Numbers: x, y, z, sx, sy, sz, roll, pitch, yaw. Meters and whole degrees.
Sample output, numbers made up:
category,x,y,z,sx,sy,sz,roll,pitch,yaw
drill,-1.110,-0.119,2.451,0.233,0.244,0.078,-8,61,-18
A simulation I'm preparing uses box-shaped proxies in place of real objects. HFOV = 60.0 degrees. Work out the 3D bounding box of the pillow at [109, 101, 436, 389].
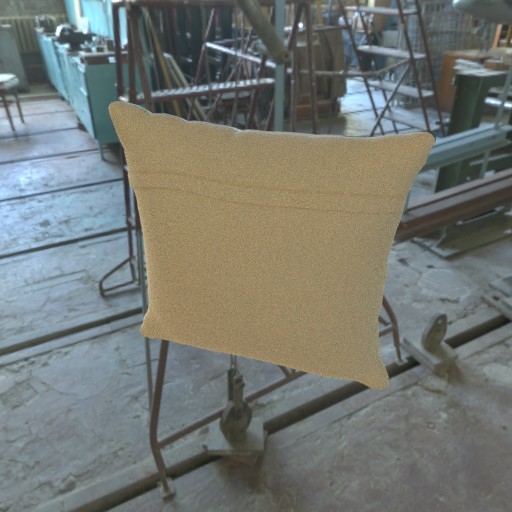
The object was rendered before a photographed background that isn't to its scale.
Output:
category,x,y,z,sx,sy,sz,roll,pitch,yaw
pillow,0.000,0.000,0.796,0.536,0.506,0.229,9,33,14
